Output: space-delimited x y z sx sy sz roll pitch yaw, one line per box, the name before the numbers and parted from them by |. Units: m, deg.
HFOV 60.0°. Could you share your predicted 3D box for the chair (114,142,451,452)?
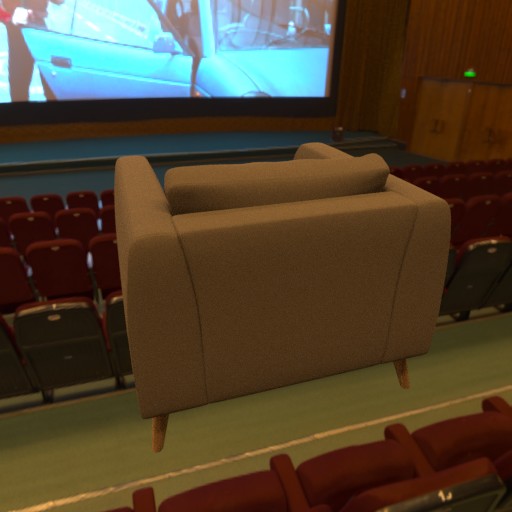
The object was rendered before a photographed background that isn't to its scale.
chair | 0.000 0.000 1.700 1.000 0.860 0.930 -8 27 -16
